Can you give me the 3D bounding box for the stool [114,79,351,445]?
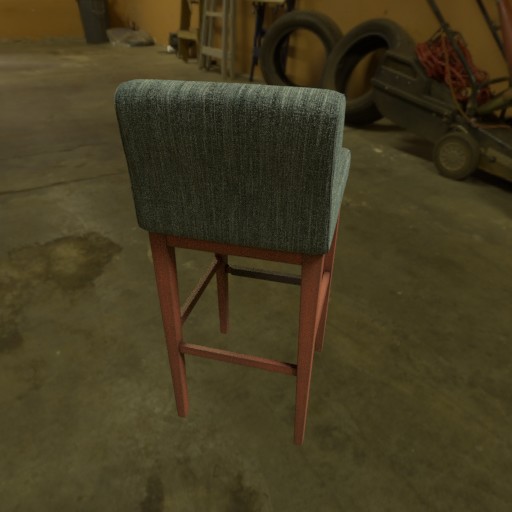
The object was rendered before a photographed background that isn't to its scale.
[{"bbox_3d":[0.000,0.000,1.213,0.426,0.965,0.499,8,33,13],"label":"stool"}]
